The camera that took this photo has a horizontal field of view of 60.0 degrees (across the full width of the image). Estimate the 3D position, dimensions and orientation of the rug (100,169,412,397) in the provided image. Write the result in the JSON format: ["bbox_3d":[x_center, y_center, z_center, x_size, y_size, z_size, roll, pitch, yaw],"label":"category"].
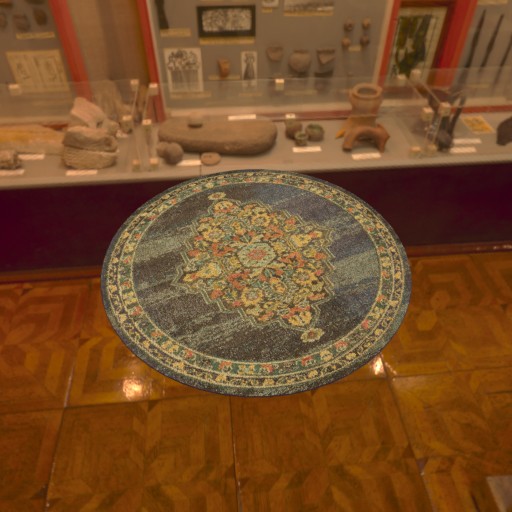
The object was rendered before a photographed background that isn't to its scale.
[{"bbox_3d":[0.000,0.000,2.333,1.591,0.010,1.591,0,45,0],"label":"rug"}]
